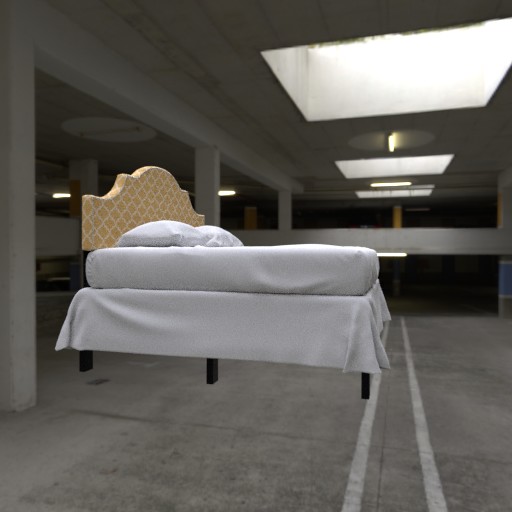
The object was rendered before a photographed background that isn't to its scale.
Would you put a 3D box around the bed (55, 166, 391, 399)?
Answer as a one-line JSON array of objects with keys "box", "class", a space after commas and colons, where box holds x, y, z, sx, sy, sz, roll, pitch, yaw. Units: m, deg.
[{"box": [0.000, 0.000, 3.796, 2.222, 1.601, 2.314, 0, 1, 17], "class": "bed"}]
